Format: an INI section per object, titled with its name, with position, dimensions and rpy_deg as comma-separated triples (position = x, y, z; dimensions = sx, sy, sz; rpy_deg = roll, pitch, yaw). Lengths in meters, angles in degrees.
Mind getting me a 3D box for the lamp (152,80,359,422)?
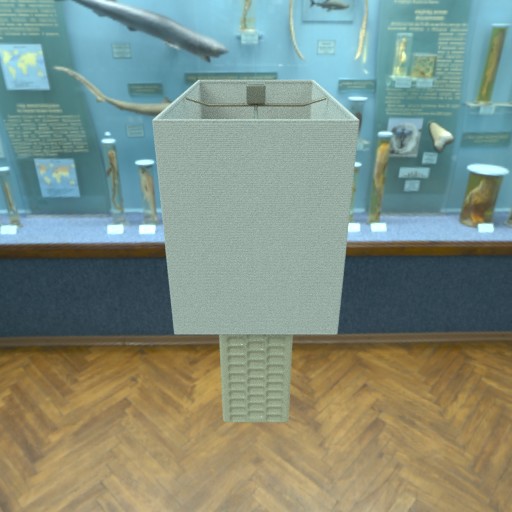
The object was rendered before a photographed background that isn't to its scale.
[lamp]
position = 0.000, 0.000, 0.706
dimensions = 0.200, 0.515, 0.380
rpy_deg = 0, 27, 0
